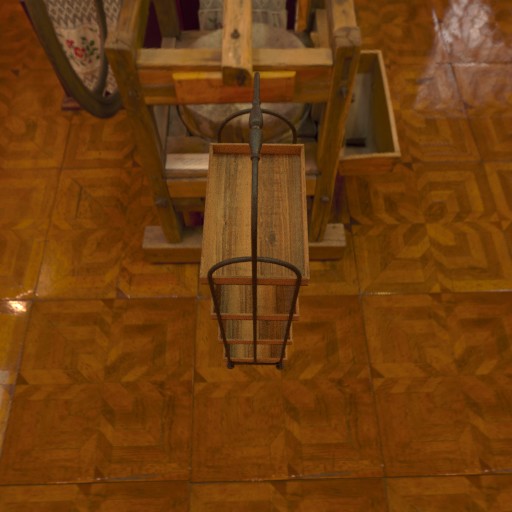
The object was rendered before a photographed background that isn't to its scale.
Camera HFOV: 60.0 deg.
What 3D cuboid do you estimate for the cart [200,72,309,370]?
[{"bbox_3d":[0.000,0.000,1.702,0.308,1.481,0.581,1,64,0],"label":"cart"}]
